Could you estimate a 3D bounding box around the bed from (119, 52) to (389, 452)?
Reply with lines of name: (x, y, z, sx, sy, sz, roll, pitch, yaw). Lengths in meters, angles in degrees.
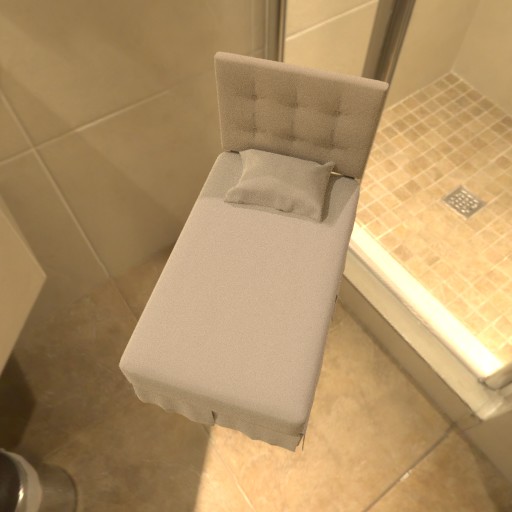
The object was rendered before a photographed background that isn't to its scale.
bed: (0.000, 0.000, 2.983, 1.261, 1.571, 1.997, 14, 59, 9)
